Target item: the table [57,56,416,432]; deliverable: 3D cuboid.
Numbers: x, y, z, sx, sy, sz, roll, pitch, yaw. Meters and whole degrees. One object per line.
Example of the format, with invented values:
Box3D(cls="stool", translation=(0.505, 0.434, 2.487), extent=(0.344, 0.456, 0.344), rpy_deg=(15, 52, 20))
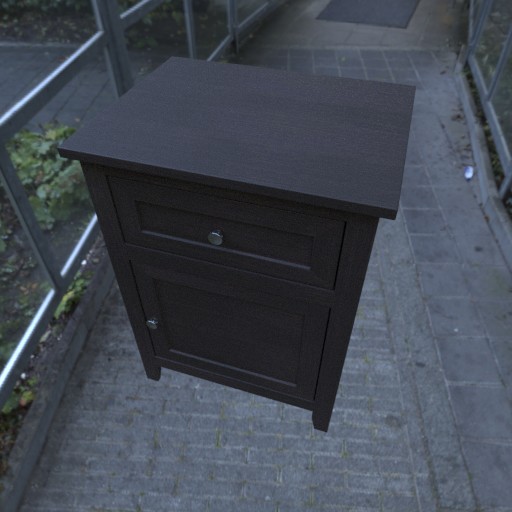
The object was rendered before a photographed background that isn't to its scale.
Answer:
Box3D(cls="table", translation=(0.000, 0.000, 0.934), extent=(0.480, 0.635, 0.381), rpy_deg=(12, 45, 13))
